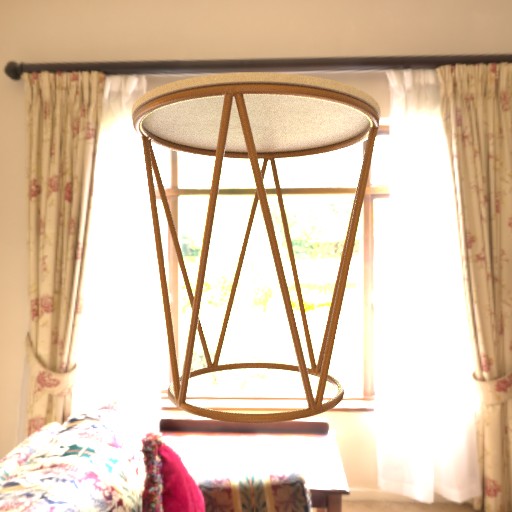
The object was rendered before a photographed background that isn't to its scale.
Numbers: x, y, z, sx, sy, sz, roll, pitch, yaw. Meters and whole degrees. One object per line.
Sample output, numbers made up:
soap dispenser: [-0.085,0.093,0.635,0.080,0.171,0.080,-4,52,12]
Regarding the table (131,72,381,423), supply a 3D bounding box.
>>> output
table: [0.000,0.000,0.927,0.500,0.564,0.500,0,1,0]
